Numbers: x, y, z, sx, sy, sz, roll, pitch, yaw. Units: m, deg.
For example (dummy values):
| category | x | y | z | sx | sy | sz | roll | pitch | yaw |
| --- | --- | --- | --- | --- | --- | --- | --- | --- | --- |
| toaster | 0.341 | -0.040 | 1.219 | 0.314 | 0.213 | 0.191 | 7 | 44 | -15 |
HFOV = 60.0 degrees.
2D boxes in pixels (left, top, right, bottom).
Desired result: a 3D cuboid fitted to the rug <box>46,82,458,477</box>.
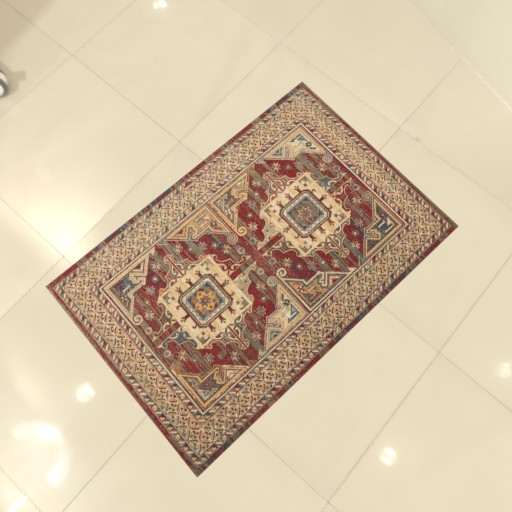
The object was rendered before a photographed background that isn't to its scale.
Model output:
| category | x | y | z | sx | sy | sz | roll | pitch | yaw |
| --- | --- | --- | --- | --- | --- | --- | --- | --- | --- |
| rug | 0.000 | 0.000 | 5.832 | 4.578 | 0.033 | 3.033 | -41 | 79 | -10 |
